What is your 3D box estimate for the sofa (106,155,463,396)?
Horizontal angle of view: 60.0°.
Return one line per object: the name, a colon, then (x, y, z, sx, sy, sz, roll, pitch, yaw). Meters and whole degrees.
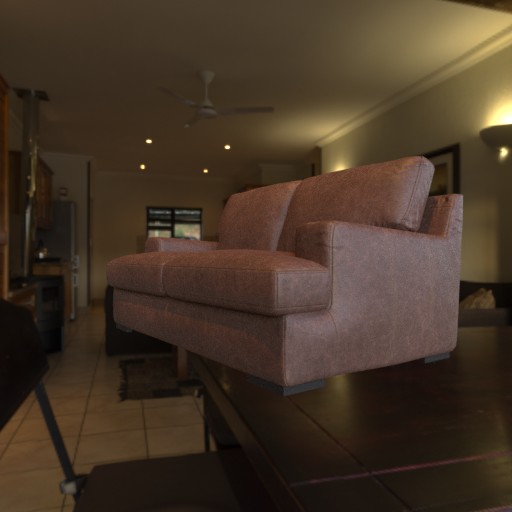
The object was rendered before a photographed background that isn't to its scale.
sofa: (0.000, 0.000, 2.485, 1.143, 0.939, 1.880, 0, 0, -35)
